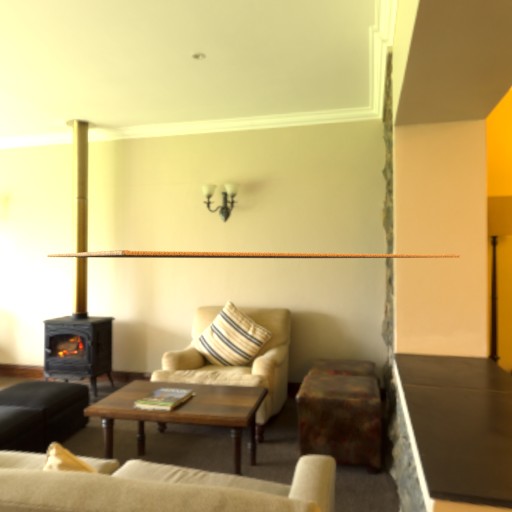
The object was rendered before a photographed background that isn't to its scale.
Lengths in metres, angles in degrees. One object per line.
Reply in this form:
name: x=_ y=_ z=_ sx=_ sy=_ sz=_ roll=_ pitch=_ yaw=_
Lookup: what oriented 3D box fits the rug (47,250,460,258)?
rug: x=0.000 y=0.000 z=2.351 sx=1.840 sy=0.015 sz=1.225 roll=0 pitch=-1 yaw=-35
